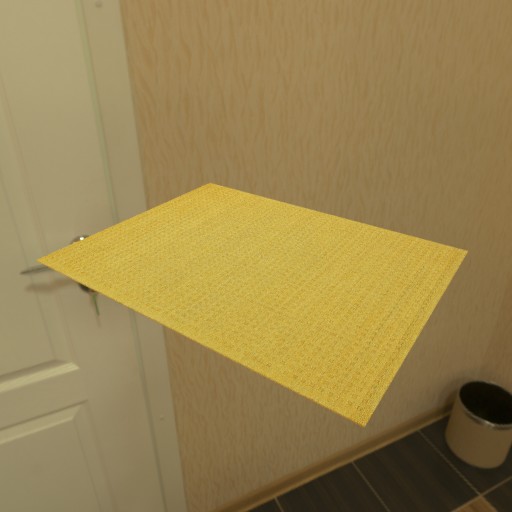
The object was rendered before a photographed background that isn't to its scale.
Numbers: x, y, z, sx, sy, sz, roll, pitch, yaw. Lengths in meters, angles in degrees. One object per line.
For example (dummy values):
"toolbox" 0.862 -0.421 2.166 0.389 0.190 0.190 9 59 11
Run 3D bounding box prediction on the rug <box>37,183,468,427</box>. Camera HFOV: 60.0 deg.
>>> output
"rug" 0.000 0.000 4.196 3.242 0.015 2.486 19 35 30
